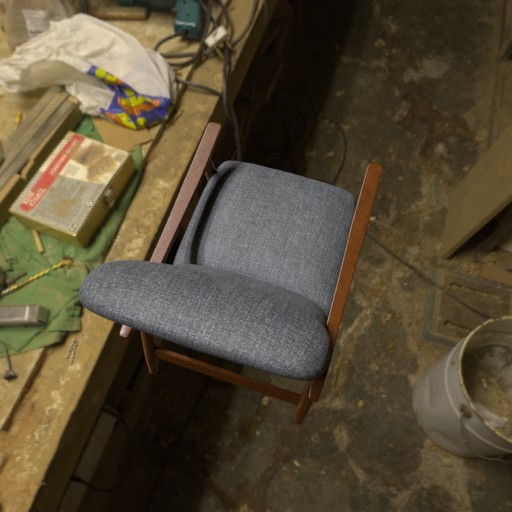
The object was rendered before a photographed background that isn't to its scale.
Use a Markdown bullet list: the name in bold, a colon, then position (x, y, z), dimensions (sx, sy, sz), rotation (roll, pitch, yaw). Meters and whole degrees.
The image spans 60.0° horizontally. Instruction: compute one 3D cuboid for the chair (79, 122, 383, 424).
- **chair**: position (0.000, 0.000, 1.728), dimensions (0.762, 1.082, 1.030), rotation (16, 65, 8)
